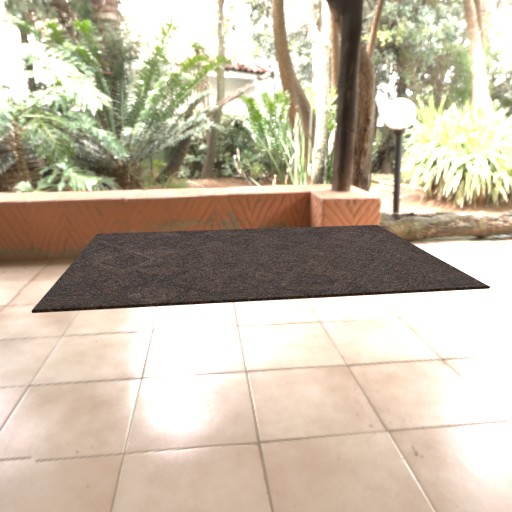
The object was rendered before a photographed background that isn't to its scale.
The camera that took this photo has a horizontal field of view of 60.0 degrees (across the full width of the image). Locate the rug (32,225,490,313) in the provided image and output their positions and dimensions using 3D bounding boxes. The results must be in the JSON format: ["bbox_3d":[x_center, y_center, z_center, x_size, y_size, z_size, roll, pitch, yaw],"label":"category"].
[{"bbox_3d":[0.000,0.000,2.903,2.298,0.017,1.501,-2,17,-8],"label":"rug"}]
